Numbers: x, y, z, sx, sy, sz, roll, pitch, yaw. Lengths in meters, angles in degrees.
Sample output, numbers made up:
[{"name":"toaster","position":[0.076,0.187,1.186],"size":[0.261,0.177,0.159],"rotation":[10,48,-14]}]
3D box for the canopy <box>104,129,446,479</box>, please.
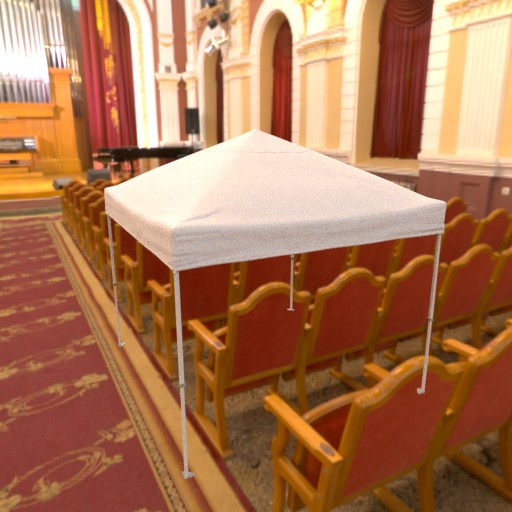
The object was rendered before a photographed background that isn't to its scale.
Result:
[{"name":"canopy","position":[0.000,0.000,5.445],"size":[2.998,2.997,2.996],"rotation":[-8,17,-27]}]
